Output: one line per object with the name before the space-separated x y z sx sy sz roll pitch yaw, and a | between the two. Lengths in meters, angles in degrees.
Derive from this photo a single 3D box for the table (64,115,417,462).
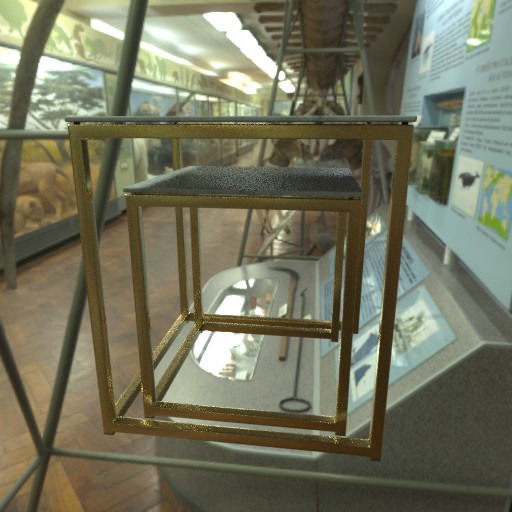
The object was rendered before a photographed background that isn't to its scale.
table | 0.000 0.000 0.841 0.450 0.500 0.450 2 17 8
